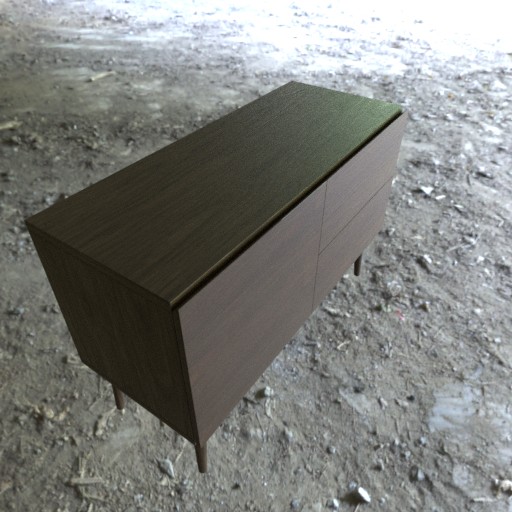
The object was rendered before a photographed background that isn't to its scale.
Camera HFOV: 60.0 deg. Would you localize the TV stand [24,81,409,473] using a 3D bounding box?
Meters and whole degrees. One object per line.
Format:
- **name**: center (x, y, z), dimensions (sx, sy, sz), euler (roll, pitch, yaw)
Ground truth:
- **TV stand**: center (0.000, 0.000, 1.291), dimensions (0.405, 0.660, 0.990), euler (24, 45, 26)
